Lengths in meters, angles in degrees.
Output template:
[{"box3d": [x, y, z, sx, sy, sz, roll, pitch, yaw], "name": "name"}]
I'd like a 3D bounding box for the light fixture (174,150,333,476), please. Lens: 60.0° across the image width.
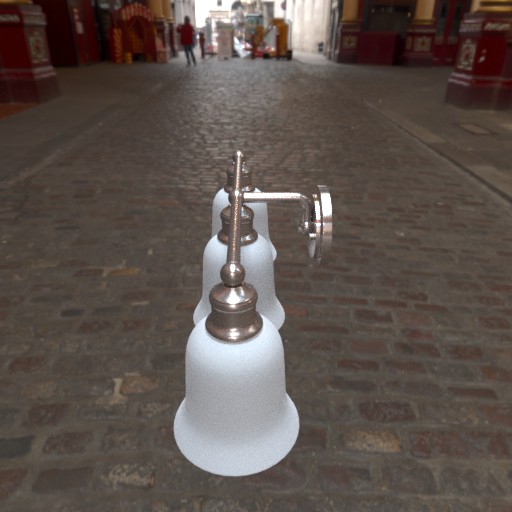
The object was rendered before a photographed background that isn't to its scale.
[{"box3d": [0.000, 0.000, 0.656, 0.198, 0.211, 0.570, -1, 27, -1], "name": "light fixture"}]
